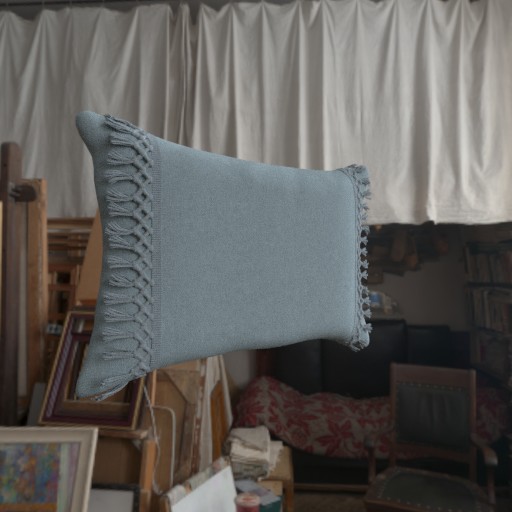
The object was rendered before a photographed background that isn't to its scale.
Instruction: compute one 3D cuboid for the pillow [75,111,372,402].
[{"bbox_3d":[0.000,0.000,0.596,0.466,0.305,0.084,1,-2,-37],"label":"pillow"}]
